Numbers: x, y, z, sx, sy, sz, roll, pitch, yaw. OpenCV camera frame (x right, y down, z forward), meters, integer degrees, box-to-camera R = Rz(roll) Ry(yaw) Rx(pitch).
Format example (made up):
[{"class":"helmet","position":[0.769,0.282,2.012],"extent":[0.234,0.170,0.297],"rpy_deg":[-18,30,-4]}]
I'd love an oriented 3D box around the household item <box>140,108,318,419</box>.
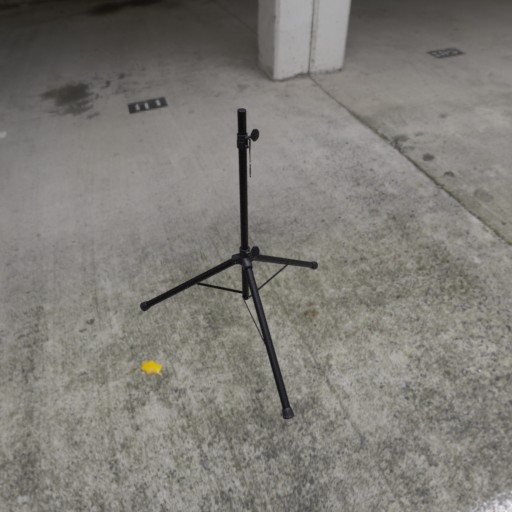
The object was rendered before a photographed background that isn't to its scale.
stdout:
[{"class":"household item","position":[0.000,0.000,1.856],"extent":[1.045,1.136,0.907],"rpy_deg":[-12,41,-14]}]
